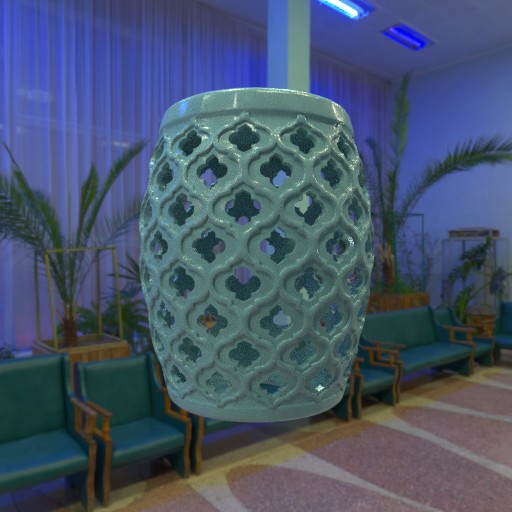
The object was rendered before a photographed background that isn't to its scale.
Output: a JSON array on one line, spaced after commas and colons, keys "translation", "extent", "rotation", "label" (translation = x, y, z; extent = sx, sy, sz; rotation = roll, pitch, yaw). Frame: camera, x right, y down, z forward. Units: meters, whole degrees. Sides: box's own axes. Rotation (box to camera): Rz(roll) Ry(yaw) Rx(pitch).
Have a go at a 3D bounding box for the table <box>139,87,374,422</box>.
[{"translation": [0.000, 0.000, 0.633], "extent": [0.325, 0.388, 0.325], "rotation": [0, 0, 0], "label": "table"}]
